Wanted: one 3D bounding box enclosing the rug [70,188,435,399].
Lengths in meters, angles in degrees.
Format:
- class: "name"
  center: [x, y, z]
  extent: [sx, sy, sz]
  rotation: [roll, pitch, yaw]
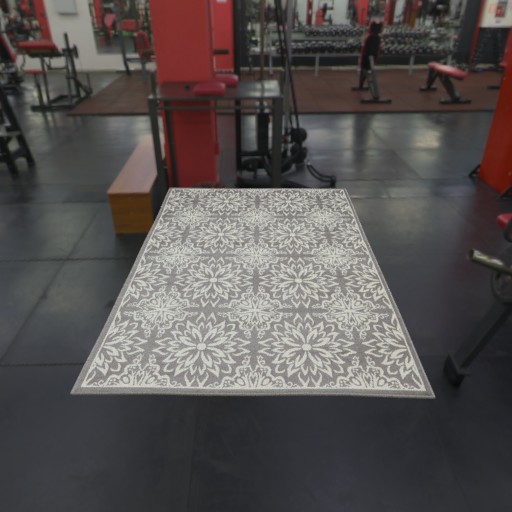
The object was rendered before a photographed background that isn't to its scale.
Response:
- class: "rug"
  center: [0.000, 0.000, 2.275]
  extent: [1.224, 0.012, 1.847]
  rotation: [0, 30, 1]
